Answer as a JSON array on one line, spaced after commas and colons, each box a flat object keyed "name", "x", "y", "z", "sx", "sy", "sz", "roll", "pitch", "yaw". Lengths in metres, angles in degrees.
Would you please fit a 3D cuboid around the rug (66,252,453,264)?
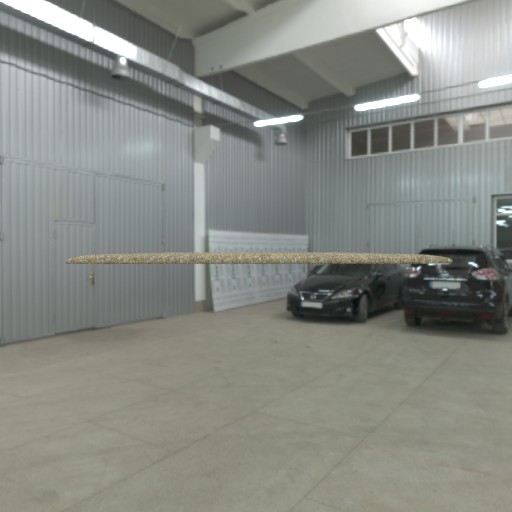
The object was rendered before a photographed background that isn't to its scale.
[{"name": "rug", "x": 0.000, "y": 0.000, "z": 3.898, "sx": 2.242, "sy": 0.050, "sz": 2.873, "roll": 0, "pitch": 1, "yaw": -1}]
